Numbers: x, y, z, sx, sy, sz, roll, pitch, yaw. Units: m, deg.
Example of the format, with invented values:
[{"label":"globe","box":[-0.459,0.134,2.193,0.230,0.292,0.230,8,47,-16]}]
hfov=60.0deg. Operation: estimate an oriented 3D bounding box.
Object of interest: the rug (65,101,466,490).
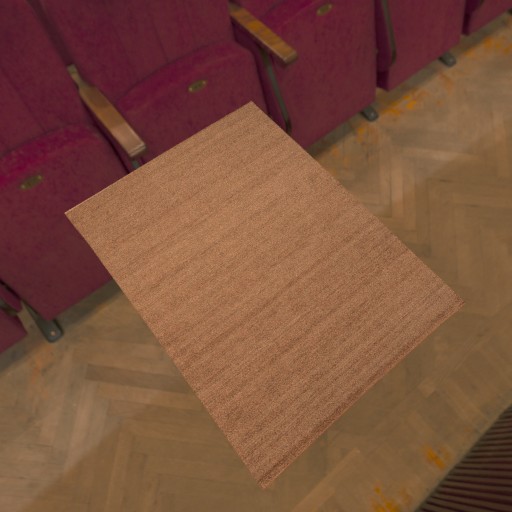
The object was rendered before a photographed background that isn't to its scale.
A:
[{"label":"rug","box":[0.000,0.000,5.065,2.873,0.053,3.778,-36,70,-16]}]
